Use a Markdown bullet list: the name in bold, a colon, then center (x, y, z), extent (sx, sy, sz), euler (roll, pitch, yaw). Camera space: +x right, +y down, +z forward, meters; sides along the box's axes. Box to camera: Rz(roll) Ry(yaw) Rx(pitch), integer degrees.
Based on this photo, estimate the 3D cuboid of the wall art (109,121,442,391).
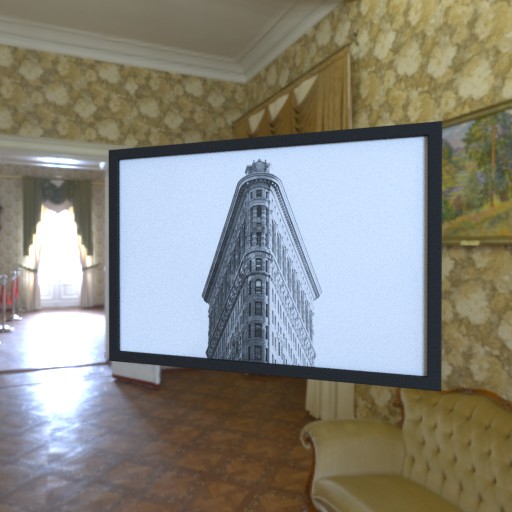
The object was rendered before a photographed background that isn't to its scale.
- **wall art**: center (0.000, 0.000, 1.245), extent (0.964, 0.659, 0.049), euler (0, 0, 20)
